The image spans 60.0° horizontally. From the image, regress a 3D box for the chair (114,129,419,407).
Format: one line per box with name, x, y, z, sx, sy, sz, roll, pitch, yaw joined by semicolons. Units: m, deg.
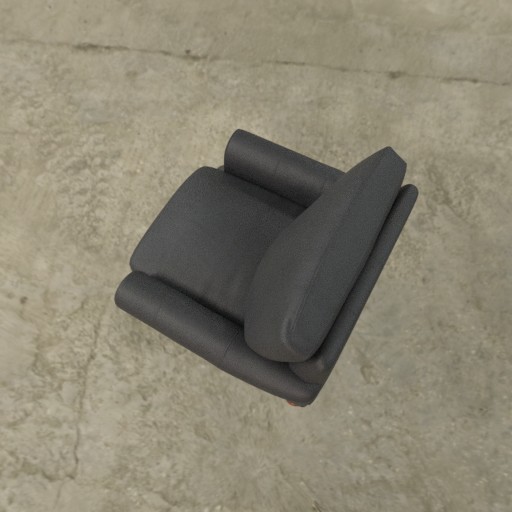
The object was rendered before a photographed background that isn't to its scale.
chair;0.000;0.000;1.874;1.027;0.960;1.015;32;68;14
